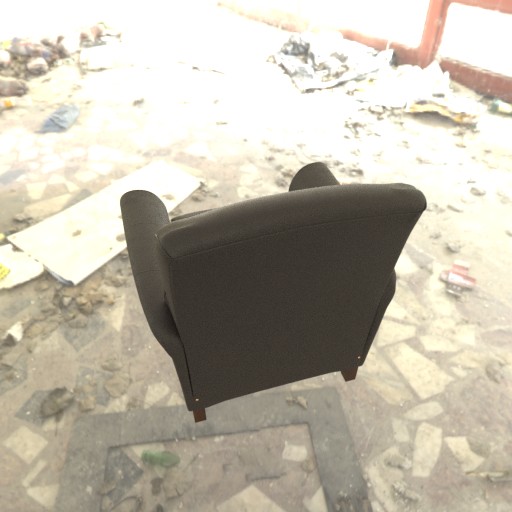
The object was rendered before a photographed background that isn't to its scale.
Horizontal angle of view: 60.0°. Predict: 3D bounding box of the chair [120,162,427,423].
[{"bbox_3d":[0.000,0.000,1.758,0.978,1.061,0.902,-11,42,-12],"label":"chair"}]
